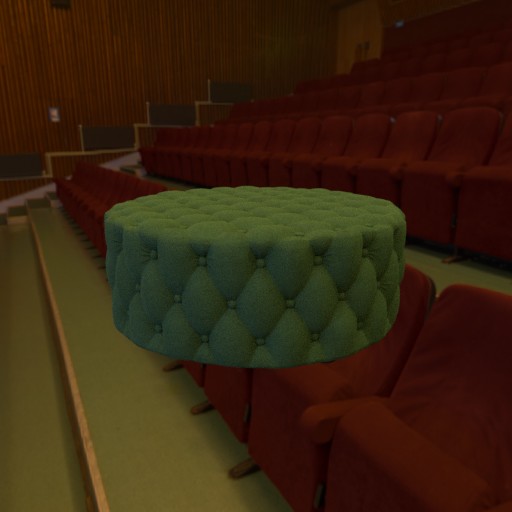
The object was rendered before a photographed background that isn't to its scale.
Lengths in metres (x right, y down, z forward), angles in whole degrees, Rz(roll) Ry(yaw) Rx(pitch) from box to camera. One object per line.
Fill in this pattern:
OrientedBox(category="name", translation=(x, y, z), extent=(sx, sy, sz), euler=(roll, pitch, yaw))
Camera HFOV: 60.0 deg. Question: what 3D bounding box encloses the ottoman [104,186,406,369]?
OrientedBox(category="ottoman", translation=(0.000, 0.000, 1.552), extent=(0.998, 0.399, 0.998), euler=(0, 16, 0))
